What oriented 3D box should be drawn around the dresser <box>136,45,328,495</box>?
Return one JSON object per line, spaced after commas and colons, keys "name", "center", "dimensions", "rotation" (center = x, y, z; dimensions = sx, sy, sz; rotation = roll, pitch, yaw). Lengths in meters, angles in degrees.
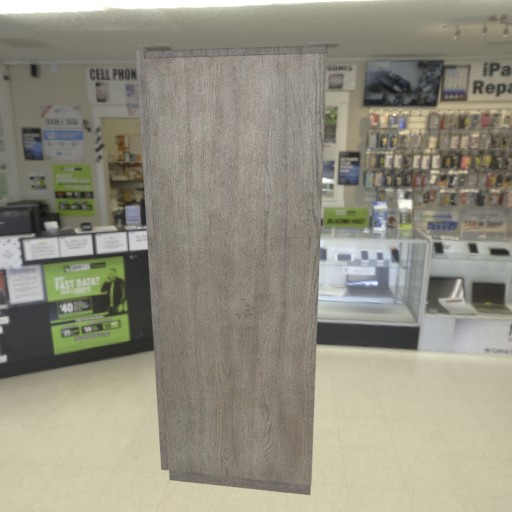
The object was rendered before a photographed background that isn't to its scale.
{"name": "dresser", "center": [0.000, 0.000, 1.713], "dimensions": [0.483, 1.295, 0.967], "rotation": [2, 14, 8]}
